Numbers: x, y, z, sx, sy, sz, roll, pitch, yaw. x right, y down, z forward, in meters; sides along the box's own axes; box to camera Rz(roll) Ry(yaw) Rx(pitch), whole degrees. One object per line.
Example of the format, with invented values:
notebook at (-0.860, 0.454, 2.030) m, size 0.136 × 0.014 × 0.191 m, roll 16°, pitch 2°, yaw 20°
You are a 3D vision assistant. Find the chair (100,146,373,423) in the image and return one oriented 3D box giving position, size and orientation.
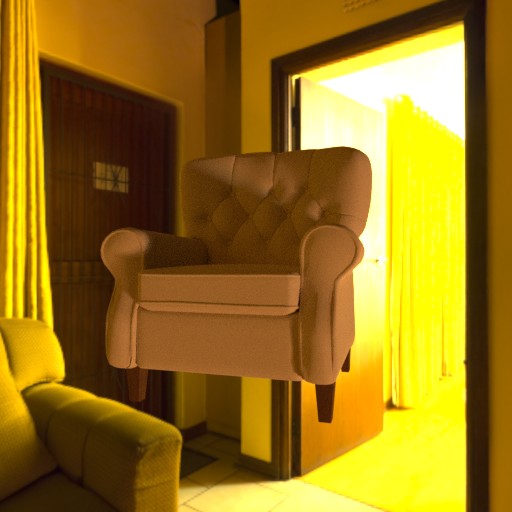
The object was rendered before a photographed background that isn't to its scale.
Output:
chair at (0.000, 0.000, 2.083) m, size 1.035 × 1.169 × 1.132 m, roll 0°, pitch 0°, yaw 17°
